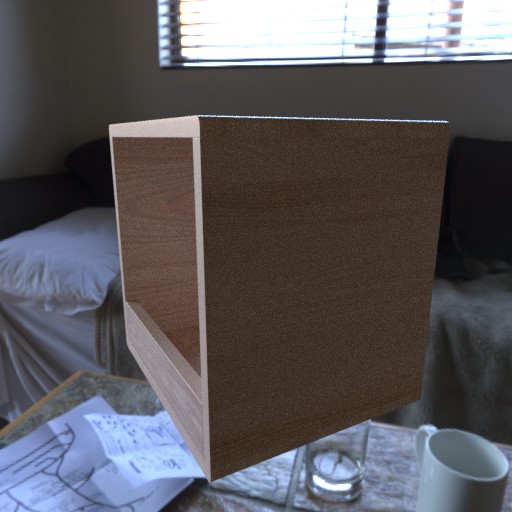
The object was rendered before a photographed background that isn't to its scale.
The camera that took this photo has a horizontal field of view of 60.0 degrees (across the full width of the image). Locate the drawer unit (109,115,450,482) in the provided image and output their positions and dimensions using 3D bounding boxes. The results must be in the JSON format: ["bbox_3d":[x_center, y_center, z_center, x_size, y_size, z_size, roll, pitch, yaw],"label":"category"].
[{"bbox_3d":[0.000,0.000,0.599,0.290,0.344,0.344,-8,17,-28],"label":"drawer unit"}]
